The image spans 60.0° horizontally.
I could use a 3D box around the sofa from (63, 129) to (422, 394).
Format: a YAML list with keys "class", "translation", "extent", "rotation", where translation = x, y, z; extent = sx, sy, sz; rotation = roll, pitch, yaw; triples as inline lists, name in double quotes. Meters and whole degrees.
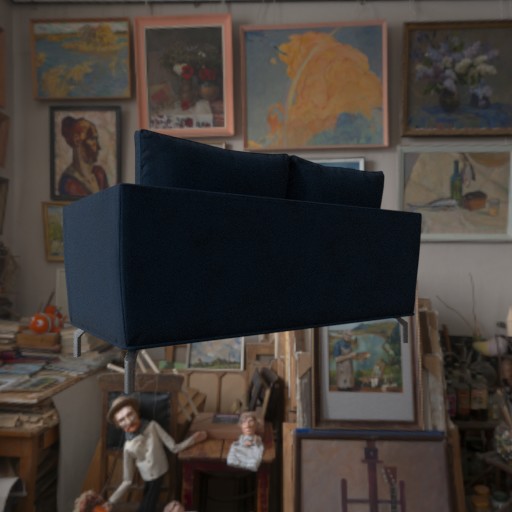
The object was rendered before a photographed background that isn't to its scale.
- class: "sofa"
  translation: [0.000, 0.000, 2.373]
  extent: [1.770, 1.002, 0.853]
  rotation: [0, 0, -36]
